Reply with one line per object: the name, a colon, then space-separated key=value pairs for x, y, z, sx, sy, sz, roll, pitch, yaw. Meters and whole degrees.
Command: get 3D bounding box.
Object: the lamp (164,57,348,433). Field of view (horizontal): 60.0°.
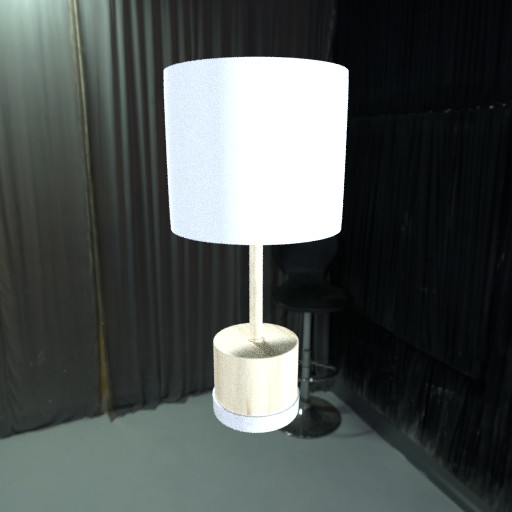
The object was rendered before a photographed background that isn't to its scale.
lamp: x=0.000 y=0.000 z=0.613 sx=0.229 sy=0.470 sz=0.229 roll=-7 pitch=16 yaw=-25
